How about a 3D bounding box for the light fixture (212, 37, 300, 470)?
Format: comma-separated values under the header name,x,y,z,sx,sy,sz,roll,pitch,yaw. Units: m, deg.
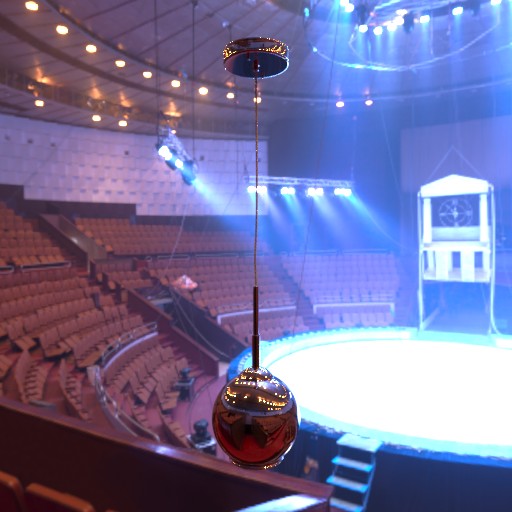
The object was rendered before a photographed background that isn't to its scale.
name,x,y,z,sx,sy,sz,roll,pitch,yaw
light fixture,0.000,0.000,1.685,0.336,1.538,0.336,0,1,18
